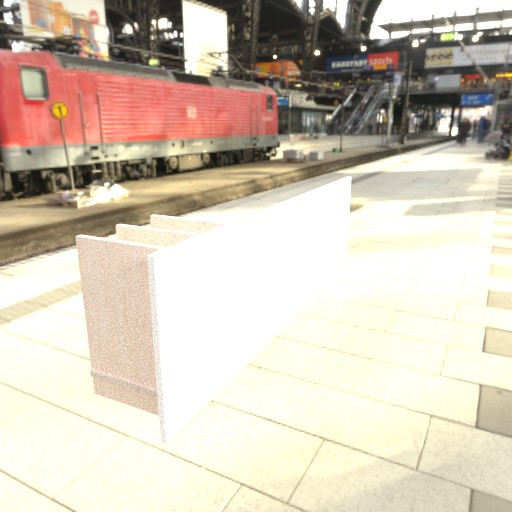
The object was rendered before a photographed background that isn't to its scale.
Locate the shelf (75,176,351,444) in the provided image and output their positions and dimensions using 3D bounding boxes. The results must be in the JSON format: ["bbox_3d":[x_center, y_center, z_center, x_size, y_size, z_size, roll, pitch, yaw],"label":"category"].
[{"bbox_3d":[0.000,0.000,1.113,0.200,0.300,1.020,8,19,25],"label":"shelf"}]
